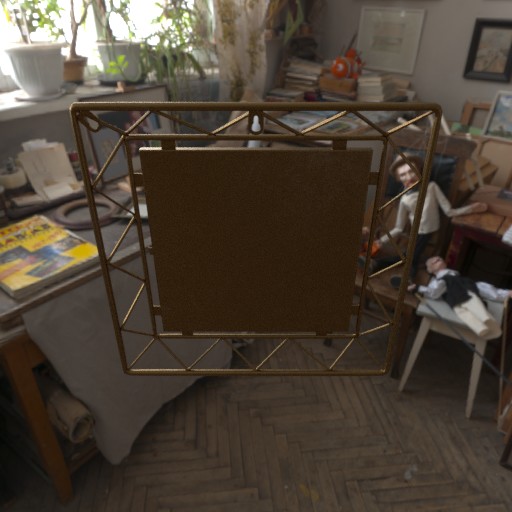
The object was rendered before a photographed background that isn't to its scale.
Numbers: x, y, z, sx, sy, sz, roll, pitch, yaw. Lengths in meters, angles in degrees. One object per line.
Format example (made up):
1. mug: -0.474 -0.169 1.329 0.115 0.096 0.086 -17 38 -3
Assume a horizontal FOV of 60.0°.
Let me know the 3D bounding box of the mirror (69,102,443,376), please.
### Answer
1. mirror: 0.000 0.000 0.608 0.416 0.414 0.046 0 31 0
